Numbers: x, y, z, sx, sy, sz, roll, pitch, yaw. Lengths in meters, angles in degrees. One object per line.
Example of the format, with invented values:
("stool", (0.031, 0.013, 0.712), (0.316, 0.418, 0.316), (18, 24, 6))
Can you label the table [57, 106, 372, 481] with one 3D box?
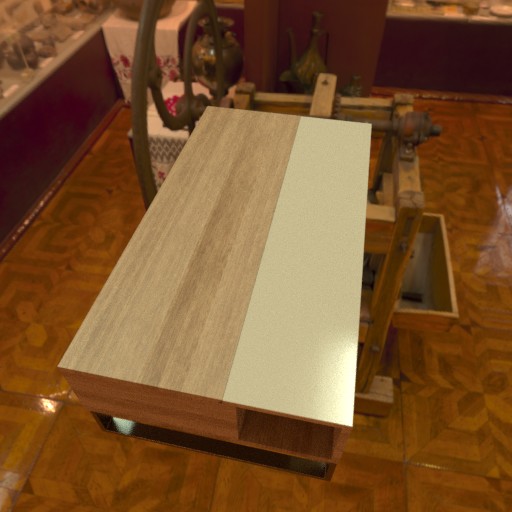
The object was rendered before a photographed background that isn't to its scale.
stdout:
("table", (0.000, 0.000, 1.361), (0.600, 0.350, 1.100), (9, 47, 8))
